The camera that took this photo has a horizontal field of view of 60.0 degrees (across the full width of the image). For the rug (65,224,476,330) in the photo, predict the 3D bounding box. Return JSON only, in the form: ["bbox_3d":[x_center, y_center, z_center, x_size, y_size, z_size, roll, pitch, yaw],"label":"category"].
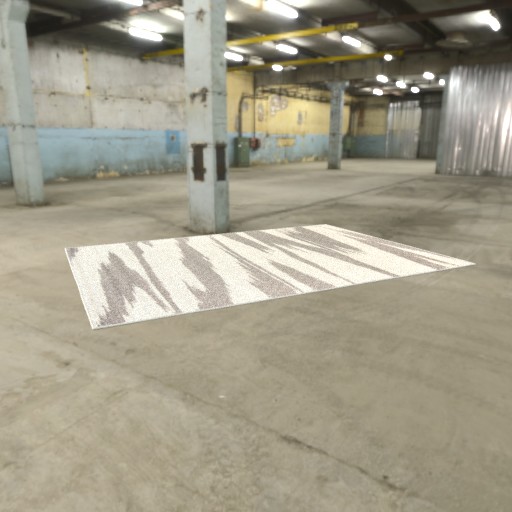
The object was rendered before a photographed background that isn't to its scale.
[{"bbox_3d":[0.000,0.000,2.801,2.142,0.010,1.533,-7,15,-26],"label":"rug"}]
